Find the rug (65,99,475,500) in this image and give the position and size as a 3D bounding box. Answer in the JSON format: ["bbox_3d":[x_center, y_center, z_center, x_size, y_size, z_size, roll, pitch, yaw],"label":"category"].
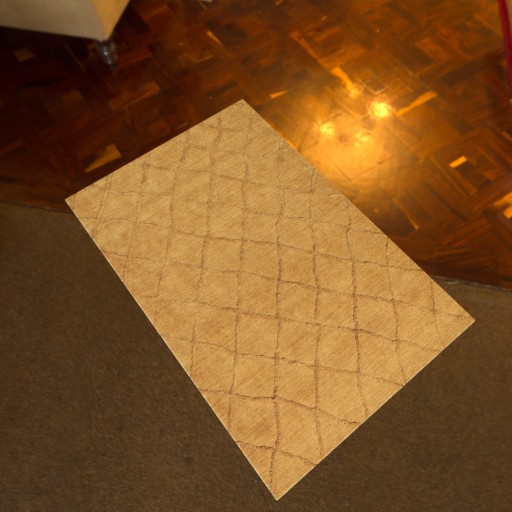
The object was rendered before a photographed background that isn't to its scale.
[{"bbox_3d":[0.000,0.000,2.840,1.528,0.014,2.292,-35,68,-16],"label":"rug"}]
